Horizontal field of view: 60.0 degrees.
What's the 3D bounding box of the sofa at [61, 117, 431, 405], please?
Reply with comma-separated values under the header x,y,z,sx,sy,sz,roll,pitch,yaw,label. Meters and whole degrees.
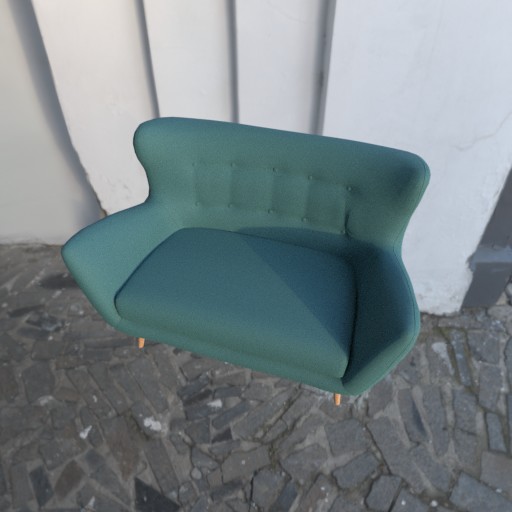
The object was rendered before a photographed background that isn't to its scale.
x,y,z,sx,sy,sz,roll,pitch,yaw,label
0.000,0.000,2.005,1.397,0.889,0.889,12,43,14,sofa
